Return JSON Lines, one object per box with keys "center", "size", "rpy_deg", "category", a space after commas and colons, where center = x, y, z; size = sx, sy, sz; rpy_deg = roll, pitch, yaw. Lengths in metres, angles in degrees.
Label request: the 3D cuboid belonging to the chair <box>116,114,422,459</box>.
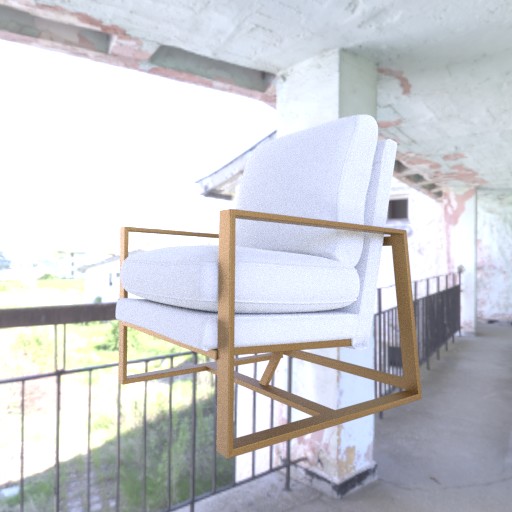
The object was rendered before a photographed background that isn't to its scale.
{"center": [0.000, 0.000, 1.592], "size": [0.813, 0.966, 0.805], "rpy_deg": [0, 0, -36], "category": "chair"}
